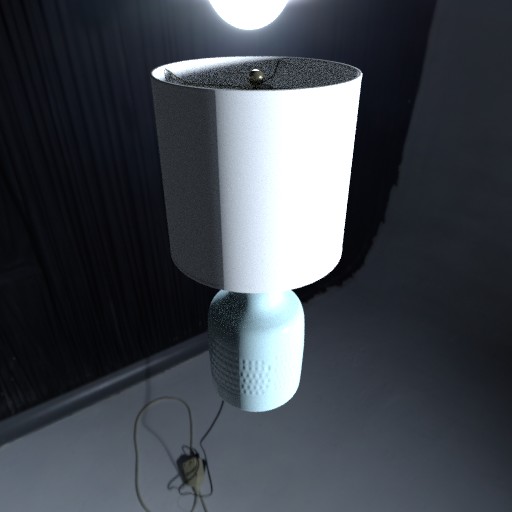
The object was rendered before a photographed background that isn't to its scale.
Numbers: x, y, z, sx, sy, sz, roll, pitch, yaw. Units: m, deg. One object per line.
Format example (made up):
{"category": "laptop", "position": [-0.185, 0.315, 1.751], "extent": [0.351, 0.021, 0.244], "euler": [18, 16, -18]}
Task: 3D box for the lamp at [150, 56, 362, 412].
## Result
{"category": "lamp", "position": [0.000, 0.000, 1.114], "extent": [0.418, 0.871, 0.418], "euler": [-20, 37, -30]}
